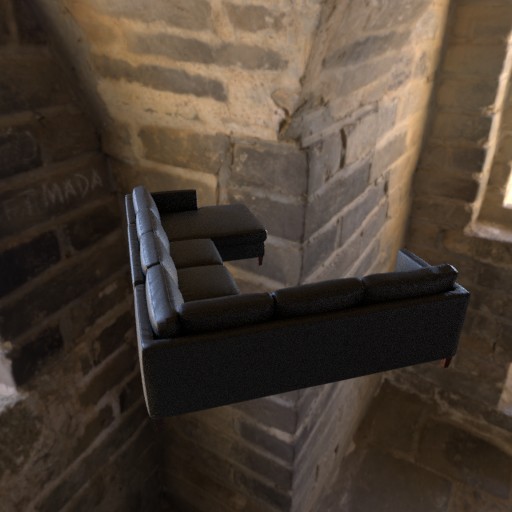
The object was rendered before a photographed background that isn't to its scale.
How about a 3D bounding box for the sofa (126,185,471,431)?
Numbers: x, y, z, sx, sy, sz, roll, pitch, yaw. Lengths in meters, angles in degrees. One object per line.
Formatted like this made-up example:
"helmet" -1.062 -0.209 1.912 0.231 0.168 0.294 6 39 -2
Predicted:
"sofa" 0.000 0.000 4.765 2.593 0.923 3.460 -7 26 -15
